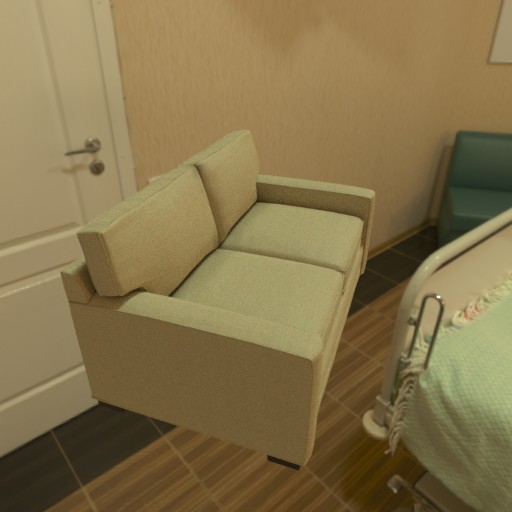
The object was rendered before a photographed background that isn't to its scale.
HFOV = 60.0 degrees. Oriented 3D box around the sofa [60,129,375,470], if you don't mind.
[{"bbox_3d":[0.000,0.000,2.135,0.942,0.853,1.484,10,32,17],"label":"sofa"}]
